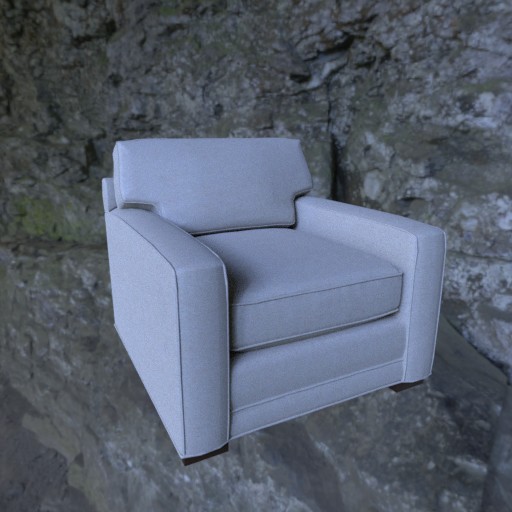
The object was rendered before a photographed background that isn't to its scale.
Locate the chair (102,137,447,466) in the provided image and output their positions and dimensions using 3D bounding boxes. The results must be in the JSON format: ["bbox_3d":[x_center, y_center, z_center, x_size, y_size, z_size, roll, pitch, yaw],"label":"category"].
[{"bbox_3d":[0.000,0.000,1.790,0.998,0.913,1.043,-8,17,-26],"label":"chair"}]
